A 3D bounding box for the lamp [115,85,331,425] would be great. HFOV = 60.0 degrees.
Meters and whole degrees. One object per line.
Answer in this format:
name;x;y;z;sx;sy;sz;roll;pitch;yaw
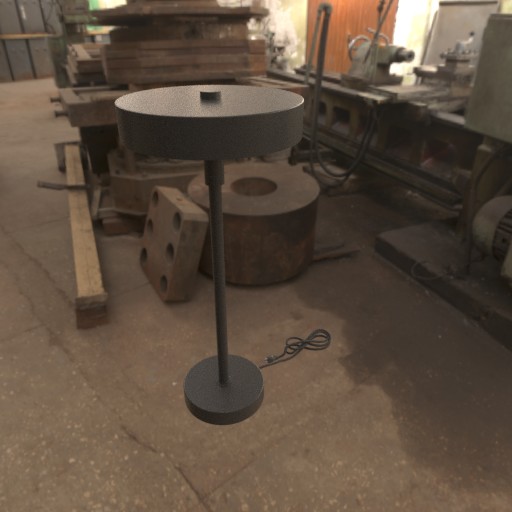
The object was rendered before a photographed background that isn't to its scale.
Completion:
lamp;0.000;0.000;0.701;0.369;0.508;0.229;-20;35;-33
